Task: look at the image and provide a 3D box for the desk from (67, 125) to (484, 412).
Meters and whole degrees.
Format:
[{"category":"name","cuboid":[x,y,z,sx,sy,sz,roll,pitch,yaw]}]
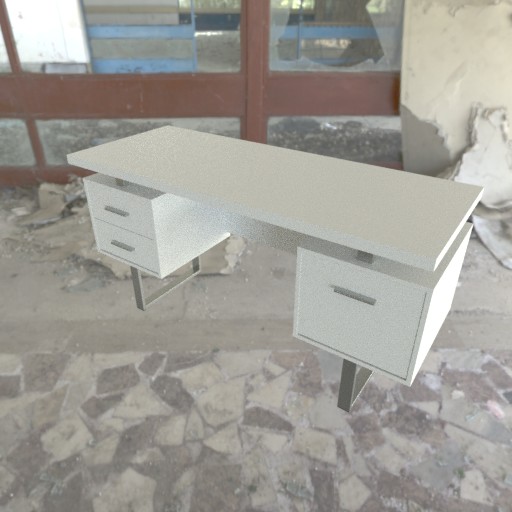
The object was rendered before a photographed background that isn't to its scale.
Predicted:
[{"category":"desk","cuboid":[0.000,0.000,1.904,1.530,0.773,0.603,19,35,29]}]
